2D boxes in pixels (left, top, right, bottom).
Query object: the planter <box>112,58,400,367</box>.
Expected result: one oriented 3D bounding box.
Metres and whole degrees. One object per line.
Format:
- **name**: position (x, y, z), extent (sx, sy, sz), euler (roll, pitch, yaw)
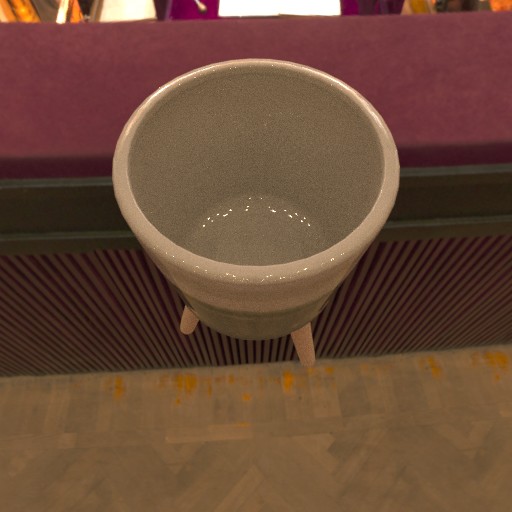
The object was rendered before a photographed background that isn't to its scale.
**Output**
- **planter**: position (0.000, 0.000, 0.479), extent (0.217, 0.331, 0.217), euler (-1, 62, -1)
